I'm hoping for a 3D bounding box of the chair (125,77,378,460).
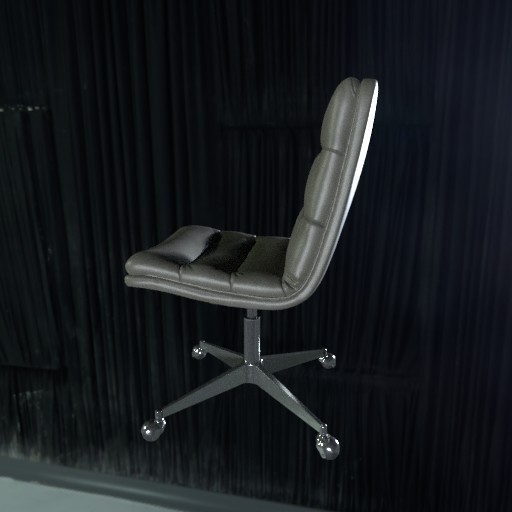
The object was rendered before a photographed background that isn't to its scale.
[{"bbox_3d":[0.000,0.000,1.020,0.485,0.738,0.422,2,14,8],"label":"chair"}]
